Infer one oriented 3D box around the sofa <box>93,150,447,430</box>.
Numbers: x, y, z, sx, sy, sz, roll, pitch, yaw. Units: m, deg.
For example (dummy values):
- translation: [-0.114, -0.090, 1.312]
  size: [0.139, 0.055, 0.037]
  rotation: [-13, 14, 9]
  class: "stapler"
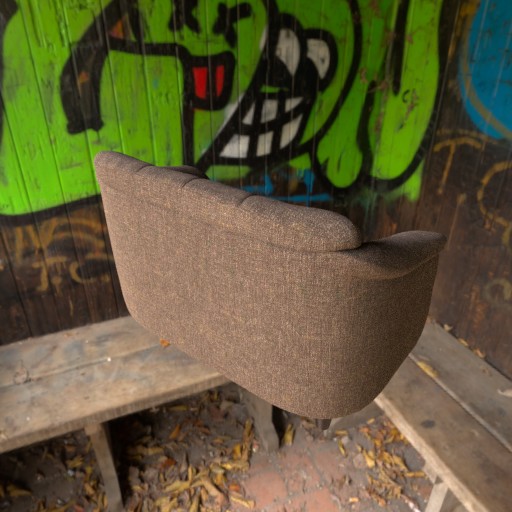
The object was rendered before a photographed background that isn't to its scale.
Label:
- translation: [0.000, 0.000, 1.937]
  size: [1.404, 0.895, 0.799]
  rotation: [21, 35, 33]
  class: "sofa"
